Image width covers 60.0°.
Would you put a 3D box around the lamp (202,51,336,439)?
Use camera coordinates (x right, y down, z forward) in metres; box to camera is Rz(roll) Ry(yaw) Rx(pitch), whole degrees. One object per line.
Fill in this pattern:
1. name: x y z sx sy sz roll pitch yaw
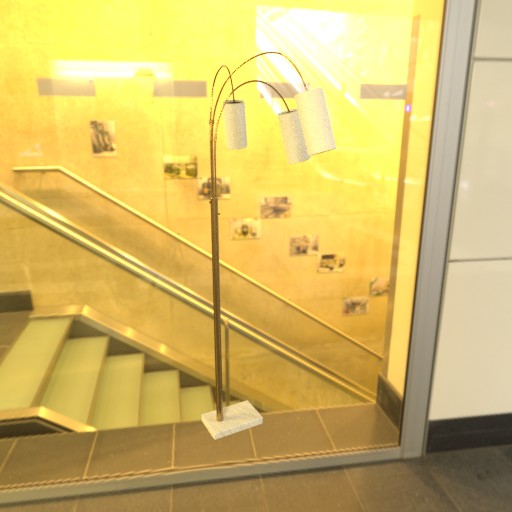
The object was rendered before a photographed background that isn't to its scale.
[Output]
1. lamp: 0.000 0.000 2.518 0.667 2.055 1.020 -8 18 -27
